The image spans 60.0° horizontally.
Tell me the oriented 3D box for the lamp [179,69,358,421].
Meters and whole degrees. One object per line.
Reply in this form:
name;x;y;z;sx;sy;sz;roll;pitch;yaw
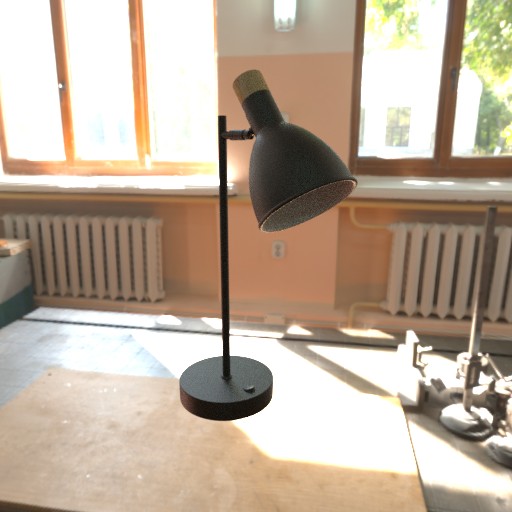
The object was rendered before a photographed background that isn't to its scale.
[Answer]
lamp;0.000;0.000;0.616;0.152;0.483;0.287;-14;19;-43
